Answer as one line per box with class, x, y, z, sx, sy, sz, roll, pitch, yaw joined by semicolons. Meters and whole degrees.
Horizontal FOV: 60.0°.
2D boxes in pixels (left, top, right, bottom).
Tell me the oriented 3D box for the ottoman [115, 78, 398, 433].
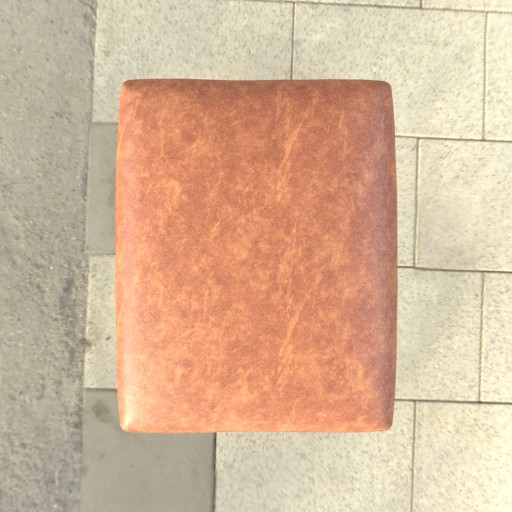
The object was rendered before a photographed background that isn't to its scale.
ottoman;0.000;0.000;1.091;0.586;0.486;0.742;0;89;-1
